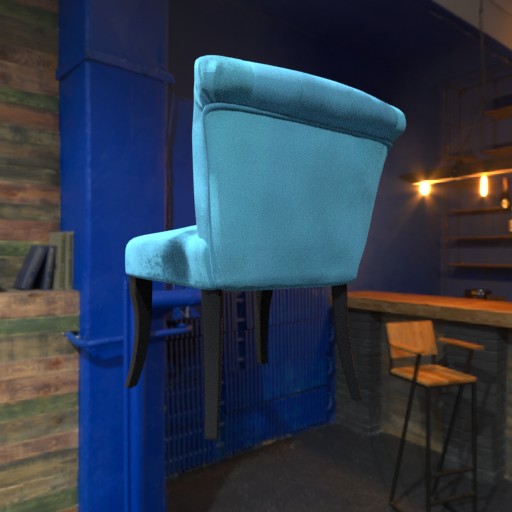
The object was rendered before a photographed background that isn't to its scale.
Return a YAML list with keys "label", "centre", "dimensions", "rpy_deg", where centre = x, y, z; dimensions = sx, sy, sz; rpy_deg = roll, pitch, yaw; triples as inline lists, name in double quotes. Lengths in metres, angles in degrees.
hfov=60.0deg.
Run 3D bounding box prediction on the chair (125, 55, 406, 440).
- label: "chair"
  centre: [0.000, 0.000, 1.158]
  dimensions: [0.582, 0.750, 0.605]
  rpy_deg: [0, 0, -35]
